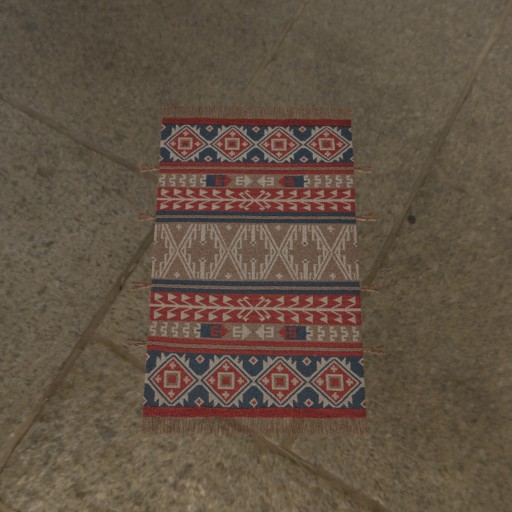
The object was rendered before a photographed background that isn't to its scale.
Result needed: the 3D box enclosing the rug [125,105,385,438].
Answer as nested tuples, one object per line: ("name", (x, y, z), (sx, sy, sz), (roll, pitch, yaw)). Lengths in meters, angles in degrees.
("rug", (0.000, 0.000, 3.197), (1.778, 0.048, 2.450), (0, 76, 0))
